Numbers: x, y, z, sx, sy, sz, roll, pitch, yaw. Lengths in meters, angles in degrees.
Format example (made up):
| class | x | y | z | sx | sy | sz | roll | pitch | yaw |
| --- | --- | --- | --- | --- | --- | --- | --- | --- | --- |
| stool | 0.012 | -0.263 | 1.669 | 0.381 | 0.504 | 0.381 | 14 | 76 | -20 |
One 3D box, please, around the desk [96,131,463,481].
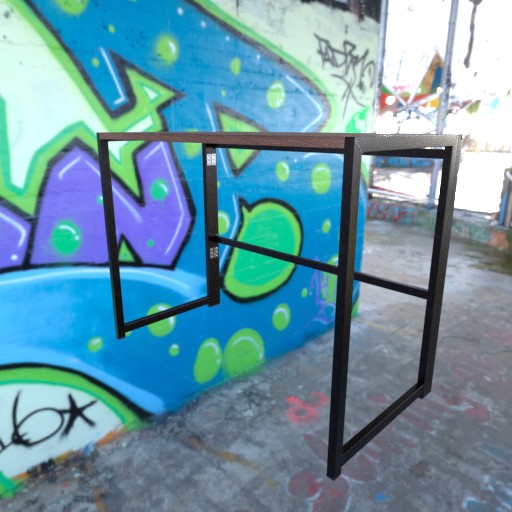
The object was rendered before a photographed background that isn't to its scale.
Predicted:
| class | x | y | z | sx | sy | sz | roll | pitch | yaw |
| --- | --- | --- | --- | --- | --- | --- | --- | --- | --- |
| desk | 0.000 | 0.000 | 1.424 | 0.508 | 0.762 | 1.016 | -16 | 22 | -43 |
